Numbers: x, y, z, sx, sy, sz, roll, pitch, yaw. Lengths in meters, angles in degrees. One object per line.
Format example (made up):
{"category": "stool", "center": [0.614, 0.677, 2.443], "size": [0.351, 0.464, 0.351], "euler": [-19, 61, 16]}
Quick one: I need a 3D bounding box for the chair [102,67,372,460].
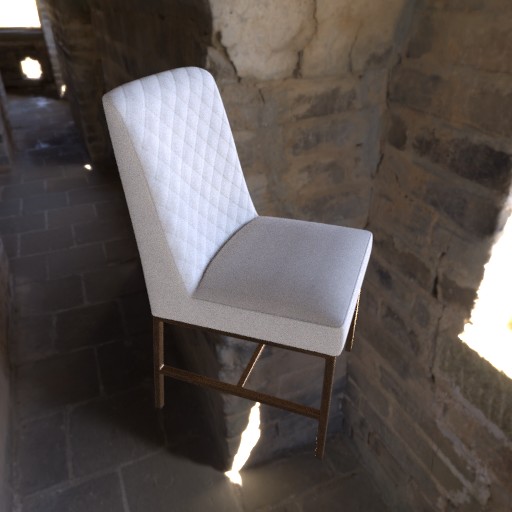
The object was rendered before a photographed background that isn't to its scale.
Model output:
{"category": "chair", "center": [0.000, 0.000, 1.257], "size": [0.597, 0.933, 0.503], "euler": [11, 33, 17]}
